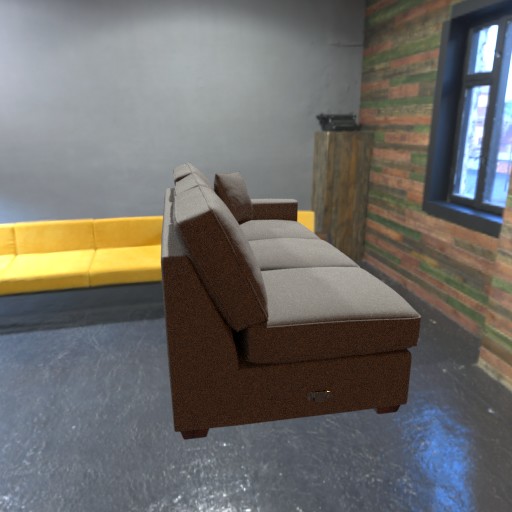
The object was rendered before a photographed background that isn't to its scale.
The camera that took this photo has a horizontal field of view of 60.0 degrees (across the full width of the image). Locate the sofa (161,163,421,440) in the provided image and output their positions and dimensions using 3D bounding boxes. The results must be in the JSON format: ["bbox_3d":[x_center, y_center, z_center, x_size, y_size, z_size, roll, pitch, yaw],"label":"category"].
[{"bbox_3d":[0.000,0.000,2.595,1.034,0.946,1.963,-3,17,-10],"label":"sofa"}]
